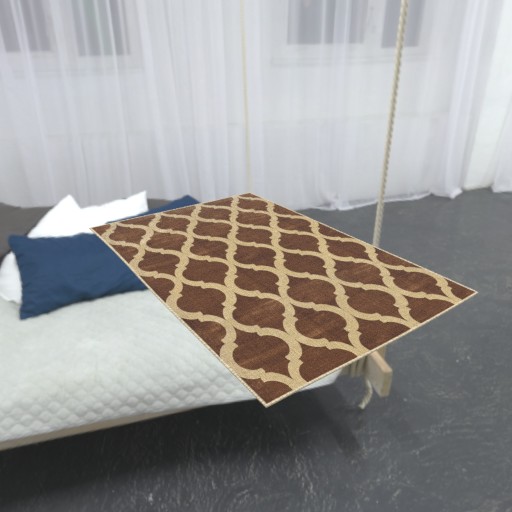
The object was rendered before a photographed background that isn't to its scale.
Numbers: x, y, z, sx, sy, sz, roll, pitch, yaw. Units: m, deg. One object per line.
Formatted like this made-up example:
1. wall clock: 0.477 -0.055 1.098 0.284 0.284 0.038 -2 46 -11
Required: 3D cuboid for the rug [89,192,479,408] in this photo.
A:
1. rug: 0.000 0.000 2.963 1.522 0.008 2.284 -18 31 -32
